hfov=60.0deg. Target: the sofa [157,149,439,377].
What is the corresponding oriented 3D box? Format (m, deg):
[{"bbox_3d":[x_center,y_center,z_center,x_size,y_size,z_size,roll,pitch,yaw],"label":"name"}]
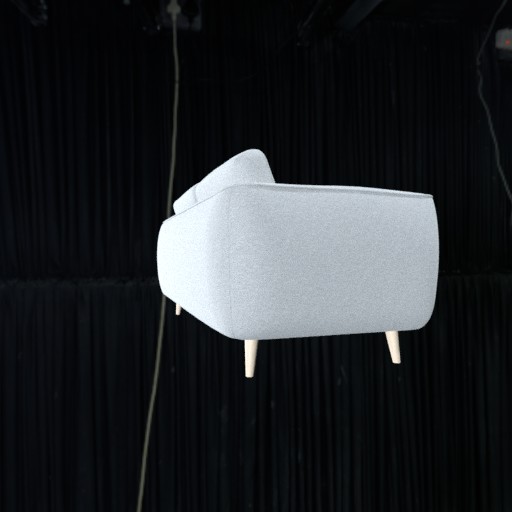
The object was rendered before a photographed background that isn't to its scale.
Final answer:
[{"bbox_3d":[0.000,0.000,2.491,0.920,0.850,2.000,0,0,-19],"label":"sofa"}]
